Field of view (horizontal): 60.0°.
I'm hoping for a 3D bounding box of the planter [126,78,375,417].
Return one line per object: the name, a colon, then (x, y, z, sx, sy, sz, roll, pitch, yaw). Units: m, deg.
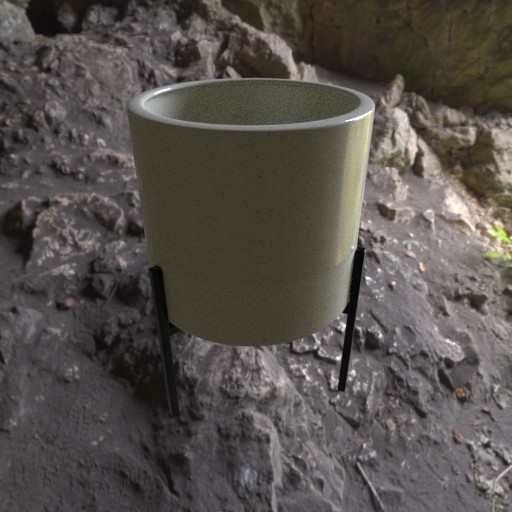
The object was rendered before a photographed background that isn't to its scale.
planter: (0.000, 0.000, 0.336, 0.159, 0.230, 0.152, 10, 32, 17)
